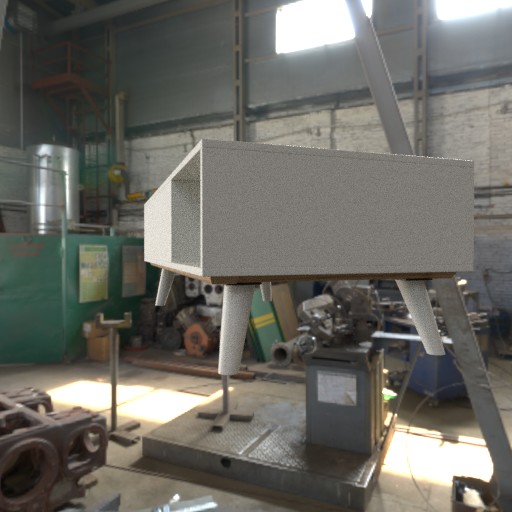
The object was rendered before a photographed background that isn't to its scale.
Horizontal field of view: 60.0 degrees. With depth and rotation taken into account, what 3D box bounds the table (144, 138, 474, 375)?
[{"bbox_3d":[0.000,0.000,1.446,0.609,0.432,1.194,0,1,-19],"label":"table"}]
